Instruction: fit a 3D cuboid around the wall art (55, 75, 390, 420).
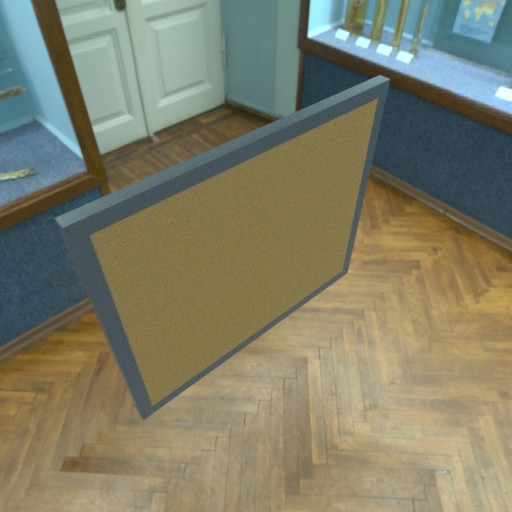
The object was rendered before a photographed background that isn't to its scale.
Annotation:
[{"bbox_3d":[0.000,0.000,0.912,0.660,0.558,0.026,-31,53,-27],"label":"wall art"}]
